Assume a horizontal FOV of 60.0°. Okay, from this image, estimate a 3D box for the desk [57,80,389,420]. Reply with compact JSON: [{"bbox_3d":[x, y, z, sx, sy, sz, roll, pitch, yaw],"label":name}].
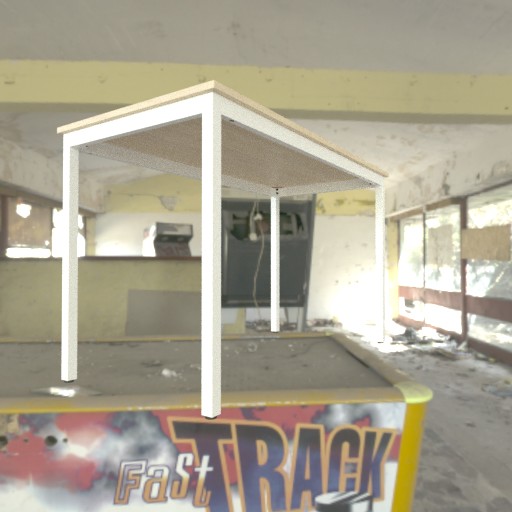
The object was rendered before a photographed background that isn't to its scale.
[{"bbox_3d":[0.000,0.000,1.624,0.600,0.750,1.200,-1,-1,34],"label":"desk"}]
